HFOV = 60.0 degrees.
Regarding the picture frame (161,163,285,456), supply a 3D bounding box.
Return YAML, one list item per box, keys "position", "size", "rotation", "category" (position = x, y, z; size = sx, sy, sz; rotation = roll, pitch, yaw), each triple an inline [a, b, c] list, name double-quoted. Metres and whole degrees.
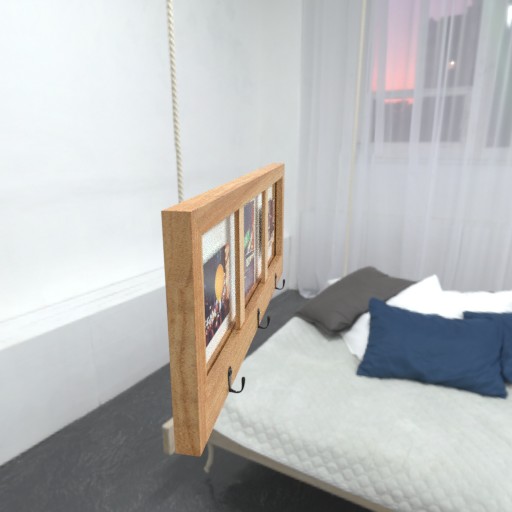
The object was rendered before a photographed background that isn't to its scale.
- position: [0.000, 0.000, 0.663]
  size: [0.045, 0.234, 0.582]
  rotation: [3, 16, 11]
  category: "picture frame"
